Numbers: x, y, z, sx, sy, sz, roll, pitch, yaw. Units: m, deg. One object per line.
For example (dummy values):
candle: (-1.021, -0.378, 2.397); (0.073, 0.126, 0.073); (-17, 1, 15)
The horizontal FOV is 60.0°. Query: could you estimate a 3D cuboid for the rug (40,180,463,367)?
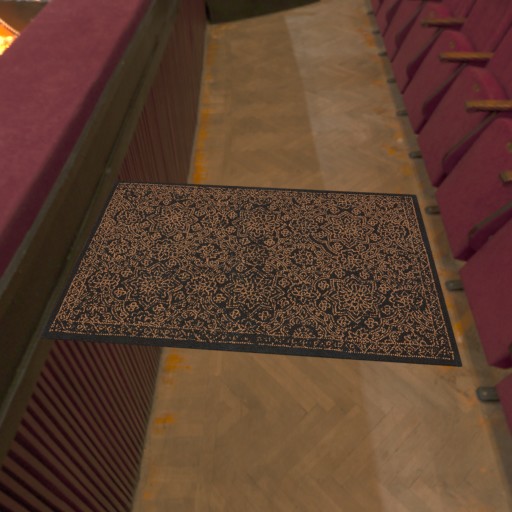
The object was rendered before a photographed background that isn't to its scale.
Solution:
rug: (0.000, 0.000, 3.069); (2.441, 0.015, 1.526); (3, 47, 3)
